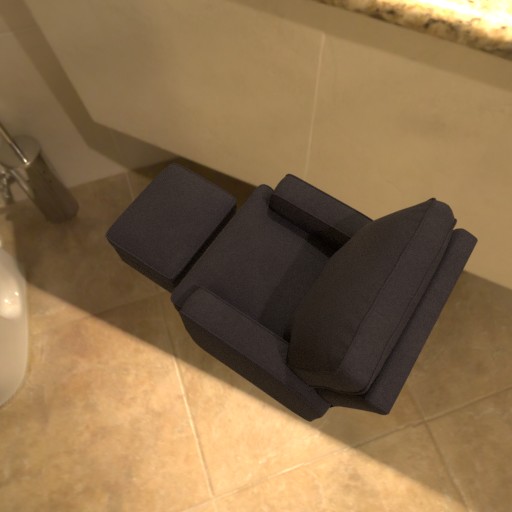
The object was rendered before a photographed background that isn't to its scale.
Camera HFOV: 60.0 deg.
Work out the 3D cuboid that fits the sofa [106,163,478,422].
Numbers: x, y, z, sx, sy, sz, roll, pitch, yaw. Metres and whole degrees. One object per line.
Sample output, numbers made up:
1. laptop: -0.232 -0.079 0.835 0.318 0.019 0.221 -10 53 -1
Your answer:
1. sofa: 0.000 0.000 1.990 1.472 0.959 0.861 31 68 14
